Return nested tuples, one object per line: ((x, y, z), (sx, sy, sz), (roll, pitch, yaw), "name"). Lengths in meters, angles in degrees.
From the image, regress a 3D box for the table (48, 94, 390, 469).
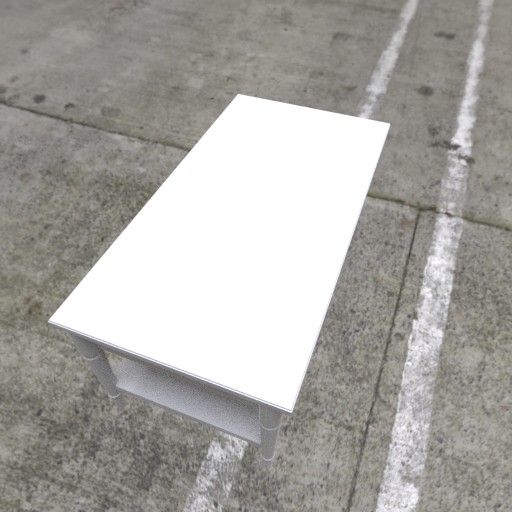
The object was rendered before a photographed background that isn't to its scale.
((0.000, 0.000, 1.397), (0.559, 0.457, 1.067), (16, 50, 14), "table")
